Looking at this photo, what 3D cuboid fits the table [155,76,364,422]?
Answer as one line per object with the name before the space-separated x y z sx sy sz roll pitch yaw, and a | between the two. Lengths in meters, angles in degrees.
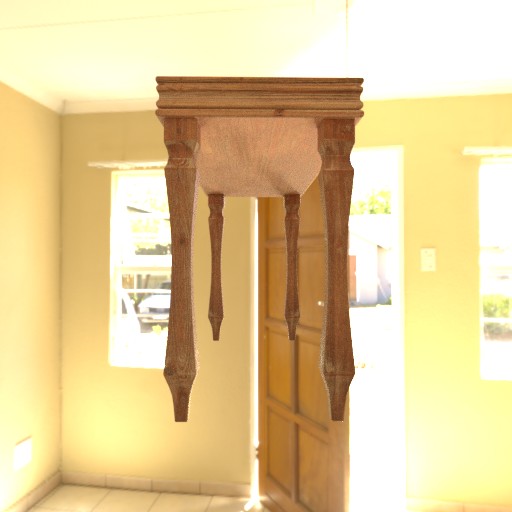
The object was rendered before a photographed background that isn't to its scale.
table | 0.000 0.000 1.763 0.522 0.873 1.330 0 -1 -1
